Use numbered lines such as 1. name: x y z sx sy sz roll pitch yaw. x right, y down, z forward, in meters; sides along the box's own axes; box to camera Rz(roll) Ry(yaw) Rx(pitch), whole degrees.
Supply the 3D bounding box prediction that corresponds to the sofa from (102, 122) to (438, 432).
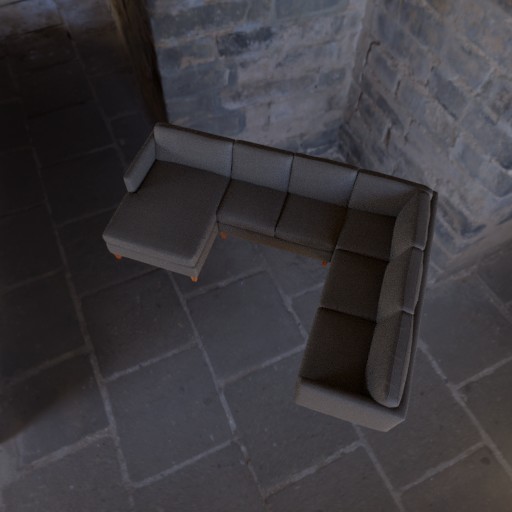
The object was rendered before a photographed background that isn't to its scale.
1. sofa: 0.000 0.000 4.771 3.460 0.961 2.594 16 60 9
